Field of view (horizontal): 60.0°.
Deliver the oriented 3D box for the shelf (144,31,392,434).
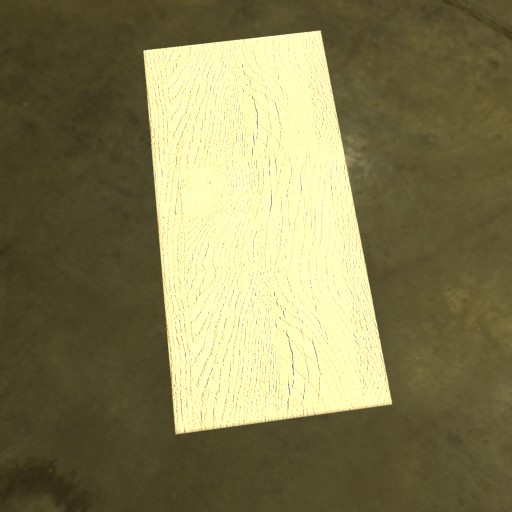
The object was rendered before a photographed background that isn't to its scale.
[{"bbox_3d":[0.000,0.000,1.263,0.390,0.786,0.790,-7,77,-2],"label":"shelf"}]
